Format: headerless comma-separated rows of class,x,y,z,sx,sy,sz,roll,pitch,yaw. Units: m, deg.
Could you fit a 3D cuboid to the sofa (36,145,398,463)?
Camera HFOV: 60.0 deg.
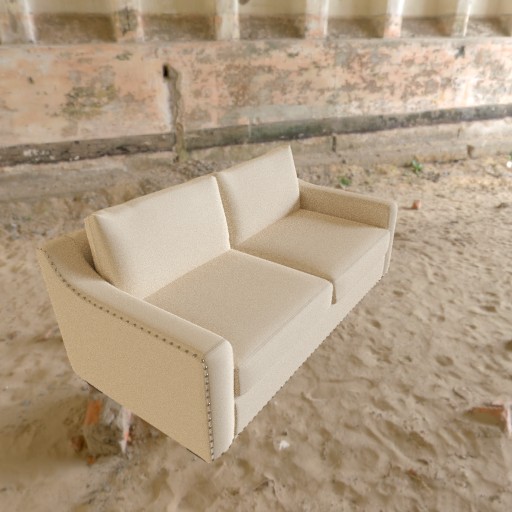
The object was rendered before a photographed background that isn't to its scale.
sofa,0.000,0.000,2.355,0.949,0.830,1.812,18,32,31
